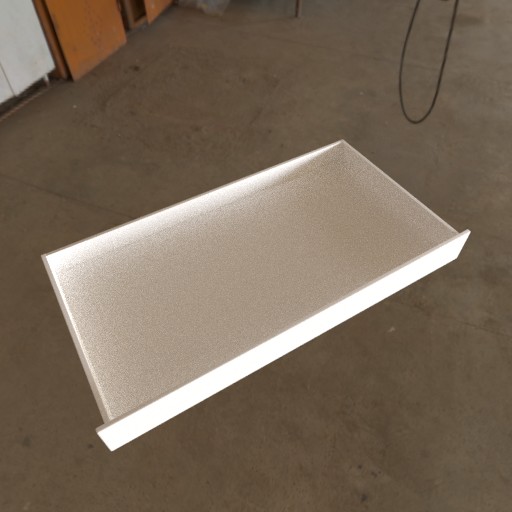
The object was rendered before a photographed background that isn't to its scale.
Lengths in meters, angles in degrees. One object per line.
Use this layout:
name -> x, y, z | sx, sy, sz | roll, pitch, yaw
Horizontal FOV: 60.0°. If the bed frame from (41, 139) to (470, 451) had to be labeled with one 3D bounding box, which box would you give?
bed frame -> 0.000, 0.000, 1.525 | 1.300, 0.141, 0.670 | -25, 54, -20
